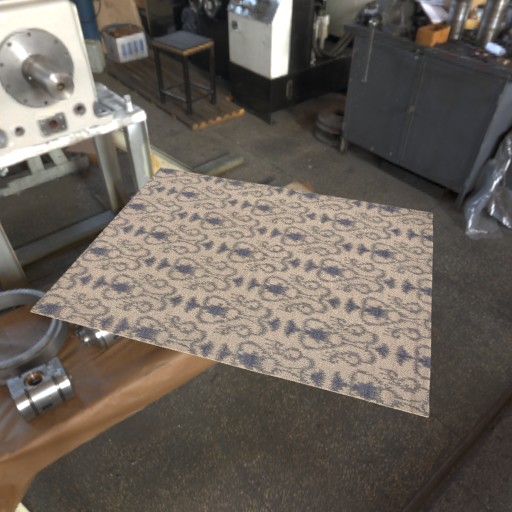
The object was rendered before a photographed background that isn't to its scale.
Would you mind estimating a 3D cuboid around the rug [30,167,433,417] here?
[{"bbox_3d":[0.000,0.000,4.207,3.205,0.015,2.437,12,43,13],"label":"rug"}]
